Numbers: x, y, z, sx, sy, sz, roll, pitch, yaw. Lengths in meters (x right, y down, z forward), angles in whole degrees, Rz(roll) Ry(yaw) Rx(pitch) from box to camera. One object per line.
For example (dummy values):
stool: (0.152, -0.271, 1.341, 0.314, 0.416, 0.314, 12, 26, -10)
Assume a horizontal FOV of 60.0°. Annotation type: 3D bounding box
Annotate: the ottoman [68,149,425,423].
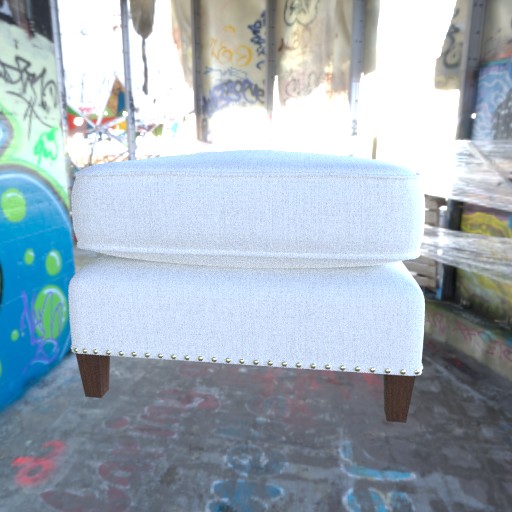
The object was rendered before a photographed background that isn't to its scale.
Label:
ottoman: (0.000, 0.000, 1.143, 0.738, 0.537, 0.589, 2, 14, 8)
